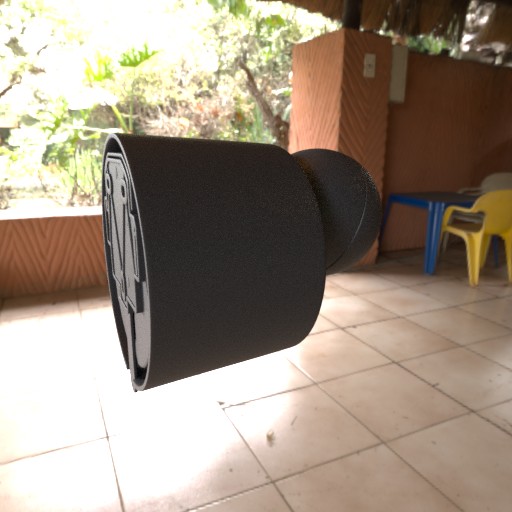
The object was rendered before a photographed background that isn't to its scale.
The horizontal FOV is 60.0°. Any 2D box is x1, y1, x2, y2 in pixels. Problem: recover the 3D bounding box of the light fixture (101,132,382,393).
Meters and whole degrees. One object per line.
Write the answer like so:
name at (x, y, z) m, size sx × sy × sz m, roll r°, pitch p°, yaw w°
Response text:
light fixture at (0.000, 0.000, 0.270) m, size 0.160 × 0.143 × 0.134 m, roll -7°, pitch 15°, yaw -25°
